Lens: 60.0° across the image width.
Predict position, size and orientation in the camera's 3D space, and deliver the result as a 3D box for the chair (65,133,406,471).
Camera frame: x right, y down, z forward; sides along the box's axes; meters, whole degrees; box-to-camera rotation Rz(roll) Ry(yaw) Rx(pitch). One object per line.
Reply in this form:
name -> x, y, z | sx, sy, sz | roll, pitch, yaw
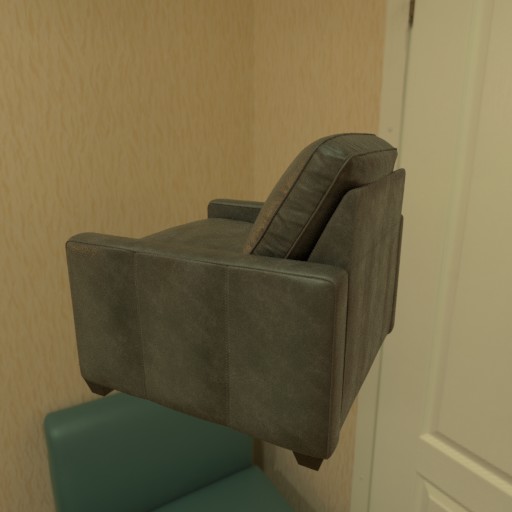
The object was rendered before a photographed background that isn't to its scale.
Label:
chair -> 0.000, 0.000, 1.705 | 0.939, 0.916, 1.006 | 8, 18, 26
